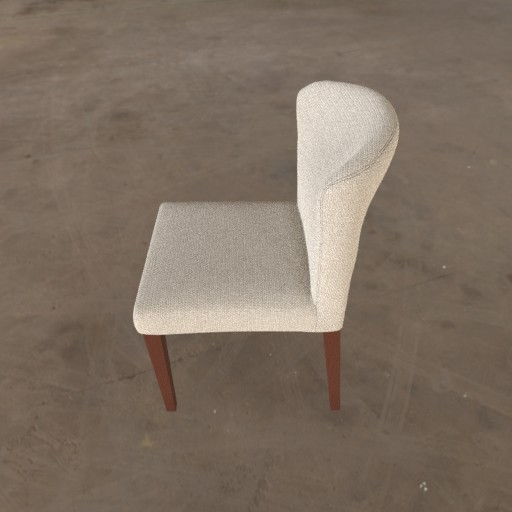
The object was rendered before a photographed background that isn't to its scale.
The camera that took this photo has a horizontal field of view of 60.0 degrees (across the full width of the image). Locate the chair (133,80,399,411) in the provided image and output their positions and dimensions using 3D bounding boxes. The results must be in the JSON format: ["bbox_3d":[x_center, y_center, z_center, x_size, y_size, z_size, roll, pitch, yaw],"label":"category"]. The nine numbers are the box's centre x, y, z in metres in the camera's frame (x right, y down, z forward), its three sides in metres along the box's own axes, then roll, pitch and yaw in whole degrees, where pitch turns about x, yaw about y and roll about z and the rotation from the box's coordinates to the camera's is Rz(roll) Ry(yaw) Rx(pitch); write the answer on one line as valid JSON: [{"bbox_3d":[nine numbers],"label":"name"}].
[{"bbox_3d":[0.000,0.000,1.204,0.589,0.839,0.491,-1,41,-1],"label":"chair"}]
